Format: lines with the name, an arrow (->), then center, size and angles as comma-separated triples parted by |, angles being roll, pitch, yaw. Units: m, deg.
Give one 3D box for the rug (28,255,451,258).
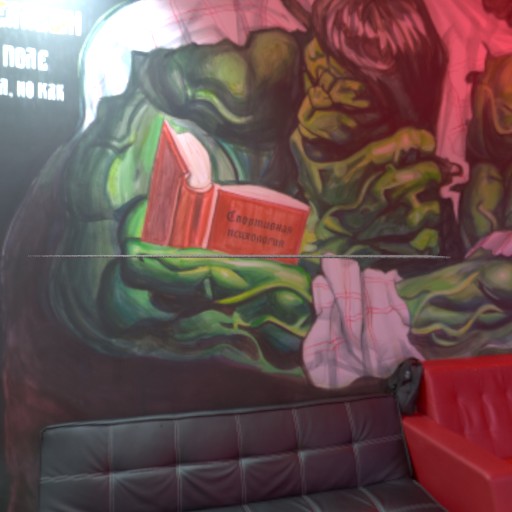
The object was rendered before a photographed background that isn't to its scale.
rug -> 0.000, 0.000, 5.241 | 3.957, 0.011, 2.894 | 0, 0, 18
